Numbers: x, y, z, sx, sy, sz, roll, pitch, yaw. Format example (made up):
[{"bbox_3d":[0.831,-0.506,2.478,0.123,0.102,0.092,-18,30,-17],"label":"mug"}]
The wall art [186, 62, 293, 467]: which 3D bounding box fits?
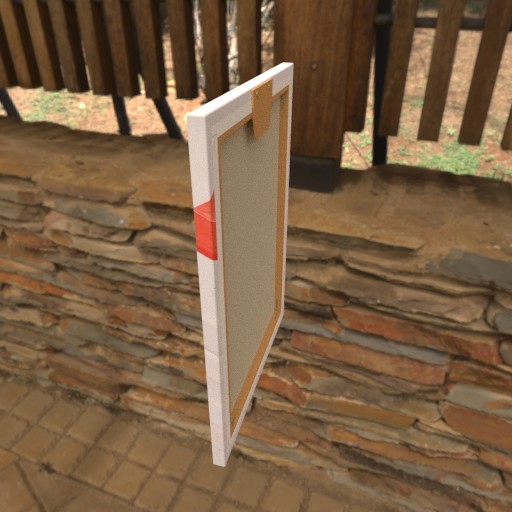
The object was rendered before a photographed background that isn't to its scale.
[{"bbox_3d":[0.000,0.000,1.368,0.045,1.014,0.759,8,31,14],"label":"wall art"}]
